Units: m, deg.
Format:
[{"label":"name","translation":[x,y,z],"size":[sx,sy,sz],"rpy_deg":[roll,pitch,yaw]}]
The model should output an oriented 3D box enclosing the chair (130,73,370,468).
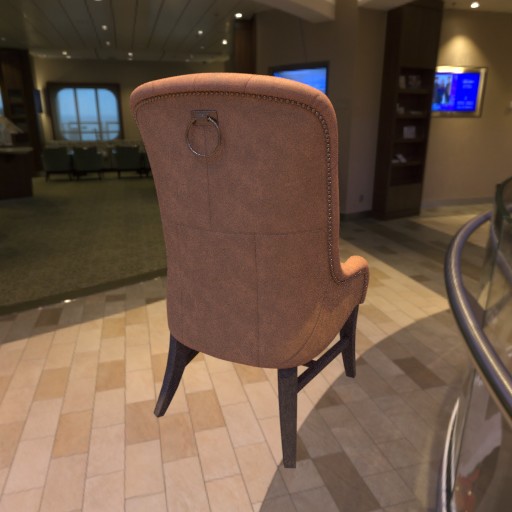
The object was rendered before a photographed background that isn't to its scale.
[{"label":"chair","translation":[0.000,0.000,1.479],"size":[0.634,1.091,0.629],"rpy_deg":[9,20,27]}]
